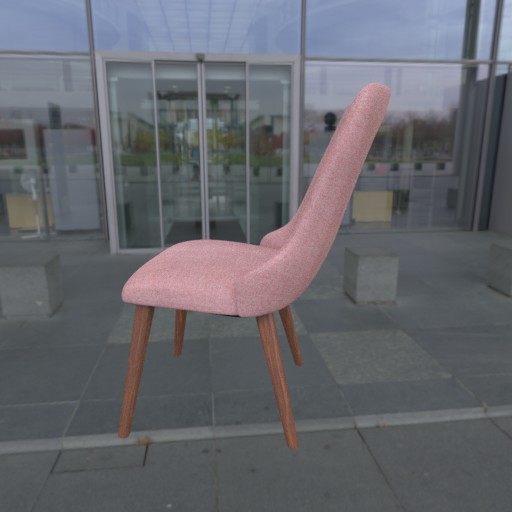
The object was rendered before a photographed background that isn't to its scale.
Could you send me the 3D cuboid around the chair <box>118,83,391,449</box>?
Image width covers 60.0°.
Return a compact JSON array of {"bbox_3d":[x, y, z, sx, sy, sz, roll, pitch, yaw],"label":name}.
[{"bbox_3d":[0.000,0.000,1.311,0.707,0.918,0.535,2,14,8],"label":"chair"}]
